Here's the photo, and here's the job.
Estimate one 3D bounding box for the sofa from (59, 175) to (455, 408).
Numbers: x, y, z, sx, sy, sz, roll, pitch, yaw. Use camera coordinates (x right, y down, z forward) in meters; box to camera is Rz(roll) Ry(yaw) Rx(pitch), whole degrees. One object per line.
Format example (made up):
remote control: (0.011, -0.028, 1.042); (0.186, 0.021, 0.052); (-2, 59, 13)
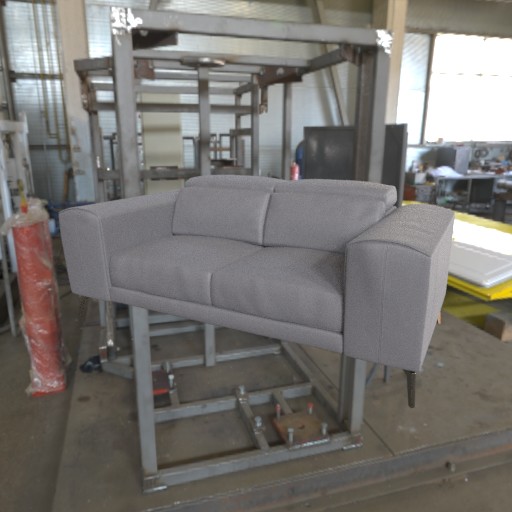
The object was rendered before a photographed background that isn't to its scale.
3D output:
sofa: (0.000, 0.000, 2.402); (1.895, 0.779, 1.003); (8, 17, 27)
